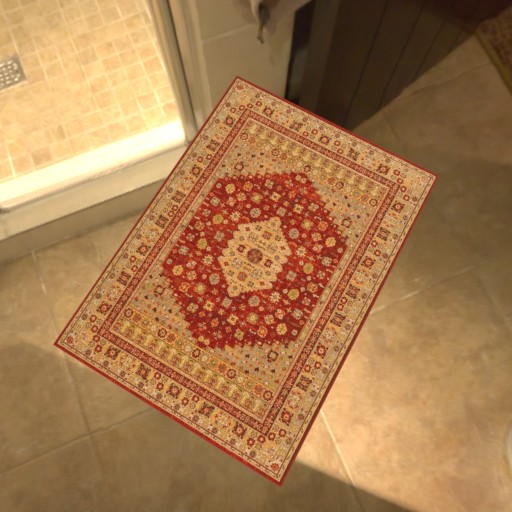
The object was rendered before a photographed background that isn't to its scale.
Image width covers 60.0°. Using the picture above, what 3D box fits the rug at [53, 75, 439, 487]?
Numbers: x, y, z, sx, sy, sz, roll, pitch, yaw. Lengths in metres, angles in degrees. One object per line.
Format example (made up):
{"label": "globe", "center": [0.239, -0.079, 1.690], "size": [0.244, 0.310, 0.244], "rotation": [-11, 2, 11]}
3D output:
{"label": "rug", "center": [0.000, 0.000, 2.858], "size": [1.593, 0.013, 2.211], "rotation": [29, 77, 7]}
